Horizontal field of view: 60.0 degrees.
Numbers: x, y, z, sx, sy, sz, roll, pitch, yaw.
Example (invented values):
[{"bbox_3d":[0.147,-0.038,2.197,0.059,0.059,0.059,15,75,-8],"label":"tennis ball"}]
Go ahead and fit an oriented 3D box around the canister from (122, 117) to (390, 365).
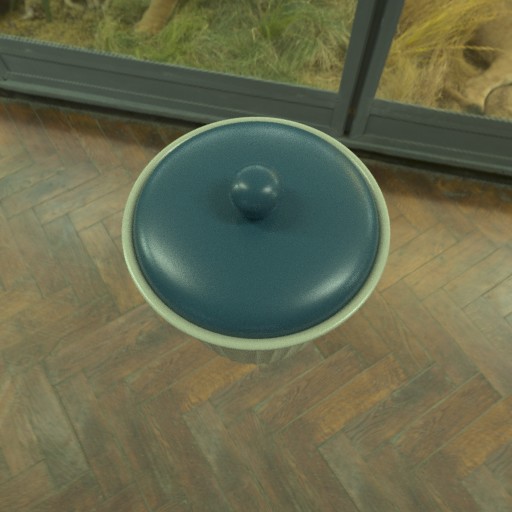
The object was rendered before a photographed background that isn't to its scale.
[{"bbox_3d":[0.000,0.000,0.353,0.181,0.211,0.181,0,64,0],"label":"canister"}]
